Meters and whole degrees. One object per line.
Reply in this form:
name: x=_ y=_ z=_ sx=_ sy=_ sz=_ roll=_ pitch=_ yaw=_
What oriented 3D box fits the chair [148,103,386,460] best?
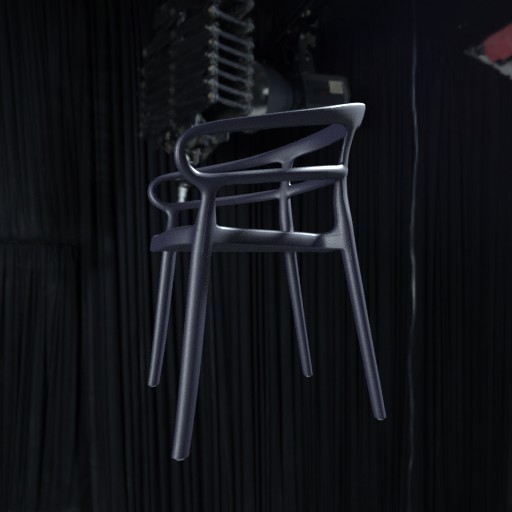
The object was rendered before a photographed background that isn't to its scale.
chair: x=0.000 y=0.000 z=1.142 sx=0.527 sy=0.761 sz=0.559 roll=0 pitch=0 yaw=-19
